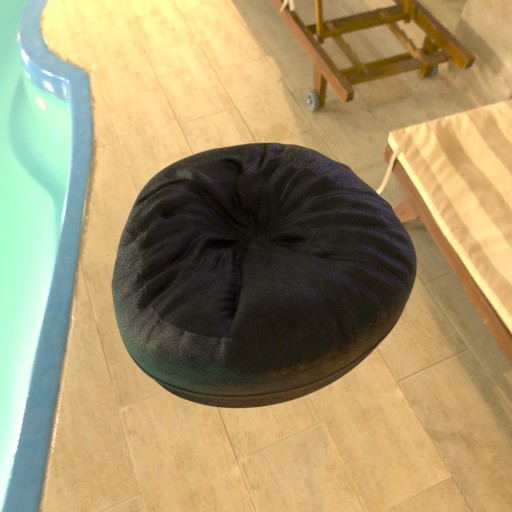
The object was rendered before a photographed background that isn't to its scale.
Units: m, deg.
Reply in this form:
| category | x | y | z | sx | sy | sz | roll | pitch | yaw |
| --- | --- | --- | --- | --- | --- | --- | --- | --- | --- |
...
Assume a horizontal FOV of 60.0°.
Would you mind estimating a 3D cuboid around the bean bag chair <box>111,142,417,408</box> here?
| category | x | y | z | sx | sy | sz | roll | pitch | yaw |
| --- | --- | --- | --- | --- | --- | --- | --- | --- | --- |
| bean bag chair | 0.000 | 0.000 | 2.413 | 1.524 | 0.878 | 1.524 | -15 | 60 | -9 |
